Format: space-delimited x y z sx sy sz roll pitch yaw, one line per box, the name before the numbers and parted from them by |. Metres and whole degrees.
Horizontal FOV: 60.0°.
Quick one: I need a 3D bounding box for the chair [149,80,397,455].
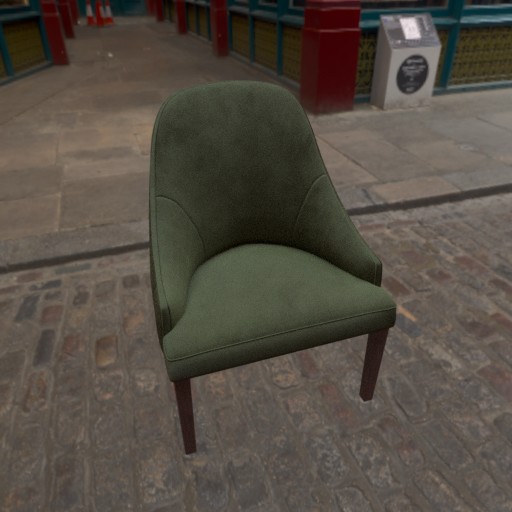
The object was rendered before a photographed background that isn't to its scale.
chair | 0.000 0.000 1.314 0.643 0.889 0.575 -10 34 -16
